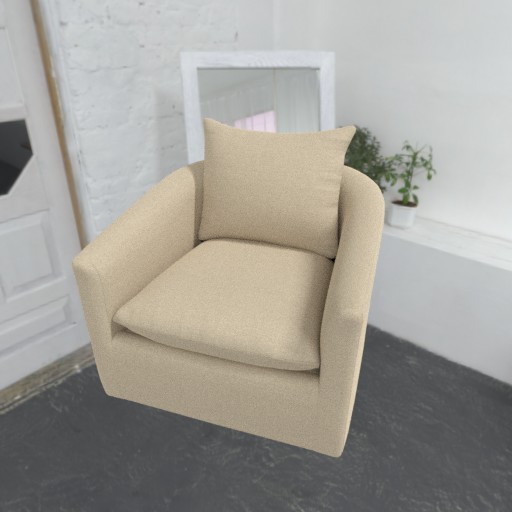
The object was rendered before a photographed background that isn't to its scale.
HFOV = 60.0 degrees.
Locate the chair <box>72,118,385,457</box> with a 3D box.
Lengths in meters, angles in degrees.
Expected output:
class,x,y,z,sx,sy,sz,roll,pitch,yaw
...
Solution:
class,x,y,z,sx,sy,sz,roll,pitch,yaw
chair,0.000,0.000,1.597,0.845,0.848,0.910,9,29,16
